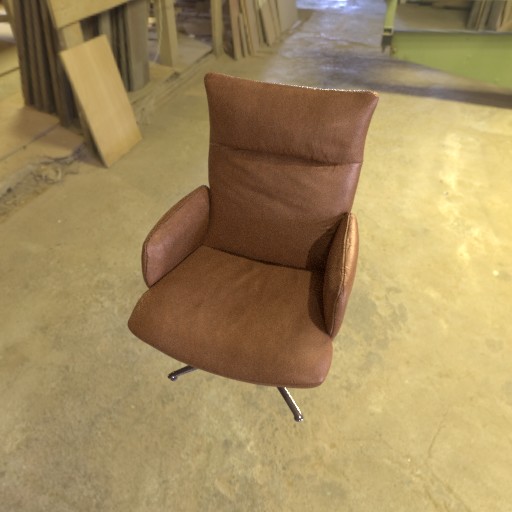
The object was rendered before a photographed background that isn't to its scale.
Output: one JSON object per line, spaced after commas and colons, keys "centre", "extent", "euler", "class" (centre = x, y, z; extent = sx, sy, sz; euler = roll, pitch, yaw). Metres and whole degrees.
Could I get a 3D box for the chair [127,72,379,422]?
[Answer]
{"centre": [0.000, 0.000, 1.584], "extent": [0.711, 1.027, 0.794], "euler": [13, 41, 15], "class": "chair"}
